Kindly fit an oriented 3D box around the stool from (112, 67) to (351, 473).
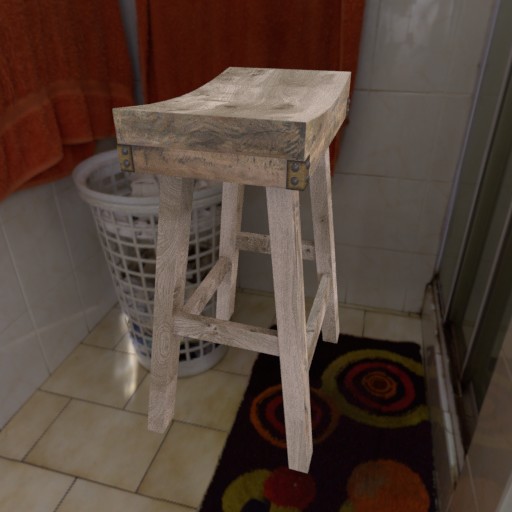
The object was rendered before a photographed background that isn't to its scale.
[{"bbox_3d":[0.000,0.000,0.877,0.330,0.635,0.450,9,31,15],"label":"stool"}]
